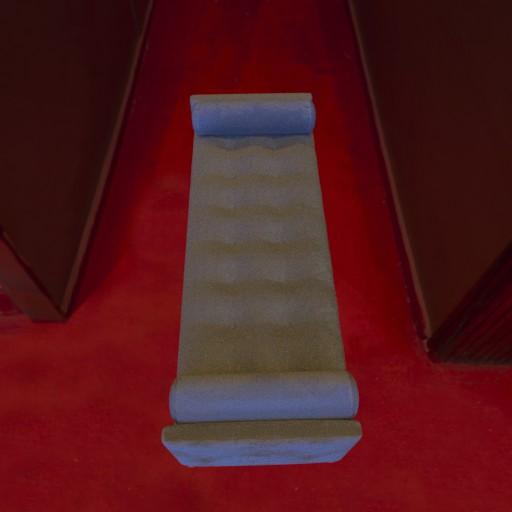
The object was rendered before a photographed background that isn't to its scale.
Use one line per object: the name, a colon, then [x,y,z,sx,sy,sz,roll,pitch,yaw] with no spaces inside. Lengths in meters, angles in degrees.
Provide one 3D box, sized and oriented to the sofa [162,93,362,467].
sofa: [0.000,0.000,2.498,0.796,0.705,2.102,-1,57,-1]
